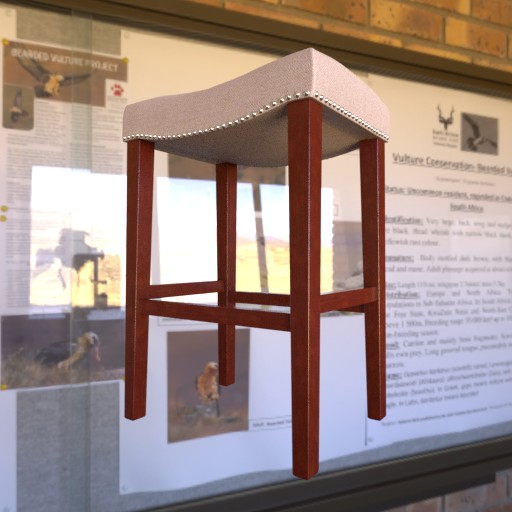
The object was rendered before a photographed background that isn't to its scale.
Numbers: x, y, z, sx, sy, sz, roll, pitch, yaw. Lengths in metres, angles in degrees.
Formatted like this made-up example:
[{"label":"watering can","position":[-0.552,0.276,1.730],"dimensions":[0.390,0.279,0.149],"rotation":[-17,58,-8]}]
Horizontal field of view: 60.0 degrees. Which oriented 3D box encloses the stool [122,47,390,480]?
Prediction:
[{"label":"stool","position":[0.000,0.000,1.016],"dimensions":[0.504,0.742,0.372],"rotation":[0,0,36]}]
